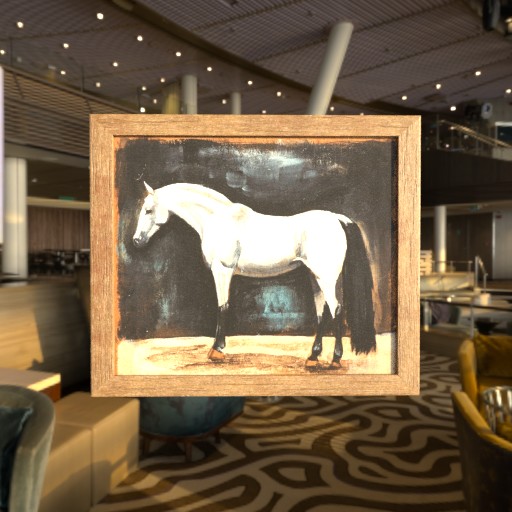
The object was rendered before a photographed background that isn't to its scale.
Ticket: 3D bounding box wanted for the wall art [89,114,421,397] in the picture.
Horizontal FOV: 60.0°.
[{"bbox_3d":[0.000,0.000,0.938,0.690,0.588,0.026,0,1,-1],"label":"wall art"}]
